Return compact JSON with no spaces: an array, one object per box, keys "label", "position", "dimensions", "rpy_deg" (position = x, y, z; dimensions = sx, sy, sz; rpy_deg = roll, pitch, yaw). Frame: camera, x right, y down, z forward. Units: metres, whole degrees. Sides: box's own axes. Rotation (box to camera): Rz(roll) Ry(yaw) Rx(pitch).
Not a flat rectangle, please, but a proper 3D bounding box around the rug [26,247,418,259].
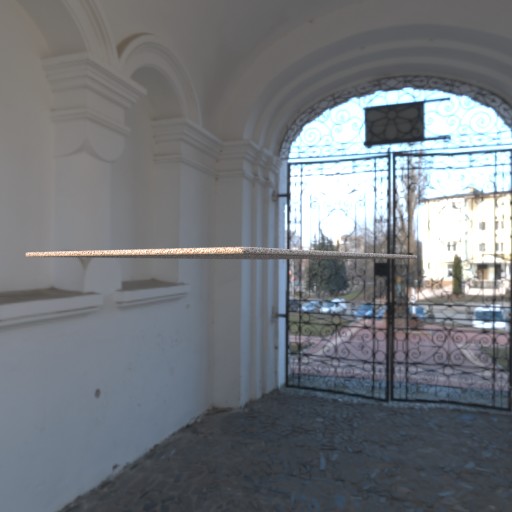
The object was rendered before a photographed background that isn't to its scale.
[{"label":"rug","position":[0.000,0.000,3.510],"dimensions":[1.778,0.030,2.743],"rpy_deg":[-1,-1,35]}]
